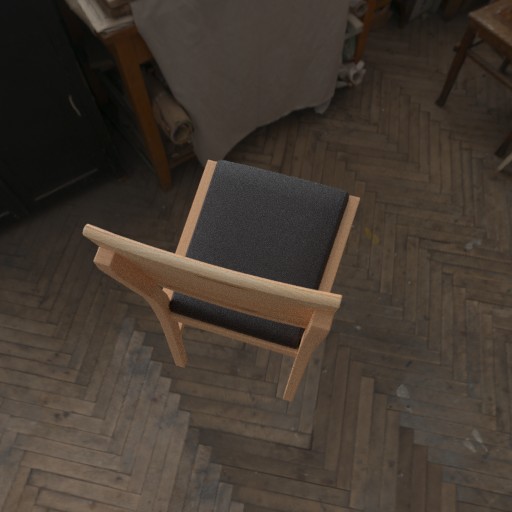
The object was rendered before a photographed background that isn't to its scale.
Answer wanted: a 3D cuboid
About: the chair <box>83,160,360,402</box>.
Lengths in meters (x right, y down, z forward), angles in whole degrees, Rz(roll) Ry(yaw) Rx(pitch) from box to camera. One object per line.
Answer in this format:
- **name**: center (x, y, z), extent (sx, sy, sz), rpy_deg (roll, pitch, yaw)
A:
- **chair**: center (0.000, 0.000, 1.220), extent (0.475, 0.950, 0.560), rpy_deg (15, 65, 7)
